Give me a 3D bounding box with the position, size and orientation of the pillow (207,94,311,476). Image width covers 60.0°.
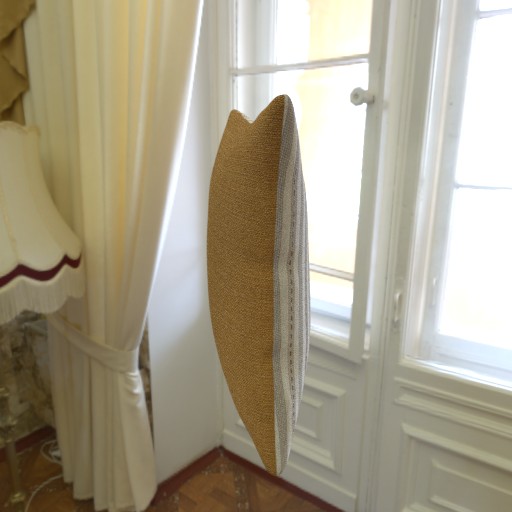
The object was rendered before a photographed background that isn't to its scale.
[{"bbox_3d":[0.000,0.000,0.667,0.147,0.437,0.432,-3,16,-9],"label":"pillow"}]
